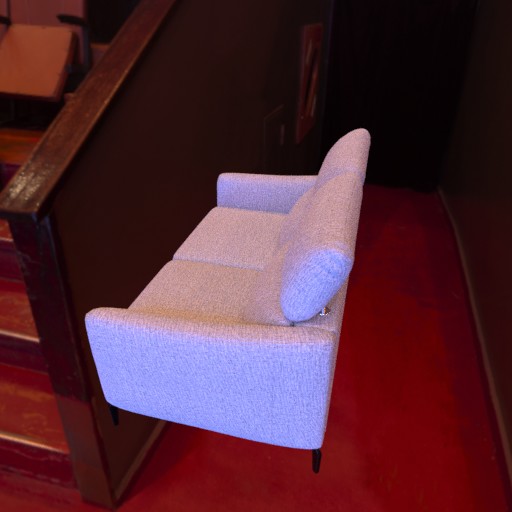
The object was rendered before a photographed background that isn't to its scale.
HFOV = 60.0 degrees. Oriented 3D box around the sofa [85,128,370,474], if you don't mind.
[{"bbox_3d":[0.000,0.000,2.086,0.905,0.950,1.540,8,31,13],"label":"sofa"}]
